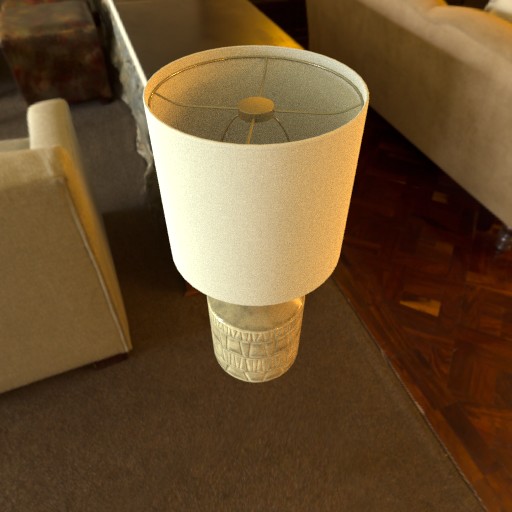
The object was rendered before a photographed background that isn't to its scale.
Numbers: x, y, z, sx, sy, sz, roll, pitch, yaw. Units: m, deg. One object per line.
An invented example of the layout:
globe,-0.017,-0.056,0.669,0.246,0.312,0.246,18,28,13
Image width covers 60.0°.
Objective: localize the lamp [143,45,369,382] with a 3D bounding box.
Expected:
lamp,0.000,0.000,0.581,0.211,0.455,0.211,15,47,14
